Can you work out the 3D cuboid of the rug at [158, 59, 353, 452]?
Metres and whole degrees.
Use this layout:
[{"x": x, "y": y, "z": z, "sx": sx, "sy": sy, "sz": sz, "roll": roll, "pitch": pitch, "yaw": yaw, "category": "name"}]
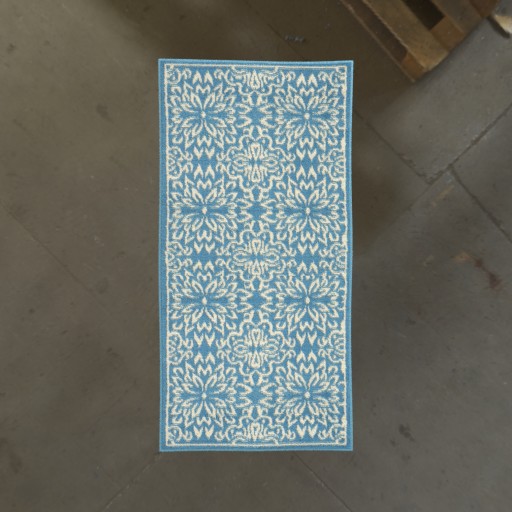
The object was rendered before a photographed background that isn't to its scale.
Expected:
[{"x": 0.000, "y": 0.000, "z": 1.377, "sx": 0.604, "sy": 0.007, "sz": 1.219, "roll": 0, "pitch": 90, "yaw": -1, "category": "rug"}]
